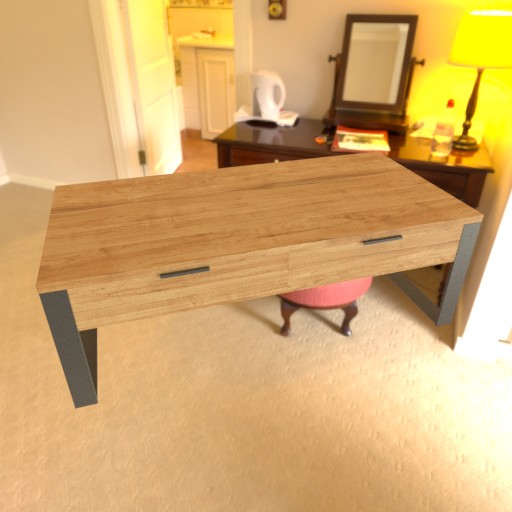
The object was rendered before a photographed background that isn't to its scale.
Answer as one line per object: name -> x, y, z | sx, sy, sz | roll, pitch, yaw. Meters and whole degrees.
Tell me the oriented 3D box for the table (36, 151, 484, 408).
table -> 0.000, 0.000, 1.450 | 1.180, 0.400, 0.590 | -9, 33, -14
